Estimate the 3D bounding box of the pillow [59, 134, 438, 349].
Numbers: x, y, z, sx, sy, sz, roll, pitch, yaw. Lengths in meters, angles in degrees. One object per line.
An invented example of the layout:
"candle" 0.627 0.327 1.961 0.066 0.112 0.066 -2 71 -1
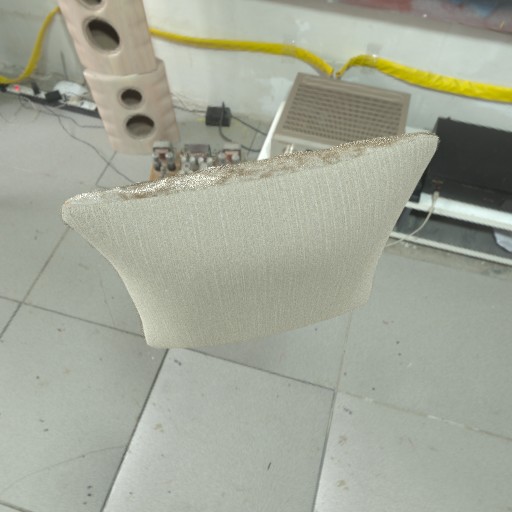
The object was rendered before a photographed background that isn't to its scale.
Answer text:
"pillow" 0.000 0.000 0.821 0.538 0.525 0.216 -11 59 -7
